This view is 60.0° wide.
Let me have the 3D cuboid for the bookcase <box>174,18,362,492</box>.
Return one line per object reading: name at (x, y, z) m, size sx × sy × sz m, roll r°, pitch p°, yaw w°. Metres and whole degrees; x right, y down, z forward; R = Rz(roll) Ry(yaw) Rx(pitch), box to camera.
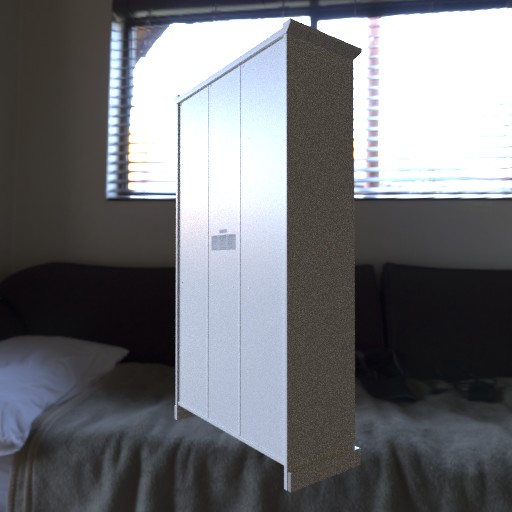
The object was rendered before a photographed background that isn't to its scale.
bookcase at (0.000, 0.000, 2.298) m, size 0.432 × 1.880 × 1.050 m, roll 1°, pitch -1°, yaw -36°
